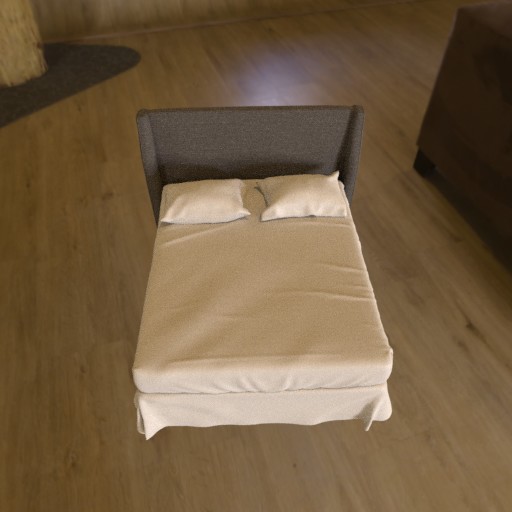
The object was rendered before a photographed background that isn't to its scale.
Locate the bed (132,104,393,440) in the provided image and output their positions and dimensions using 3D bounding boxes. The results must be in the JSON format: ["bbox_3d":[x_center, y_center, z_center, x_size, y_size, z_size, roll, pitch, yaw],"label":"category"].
[{"bbox_3d":[0.000,0.000,3.438,1.925,1.332,2.276,-2,46,-2],"label":"bed"}]
